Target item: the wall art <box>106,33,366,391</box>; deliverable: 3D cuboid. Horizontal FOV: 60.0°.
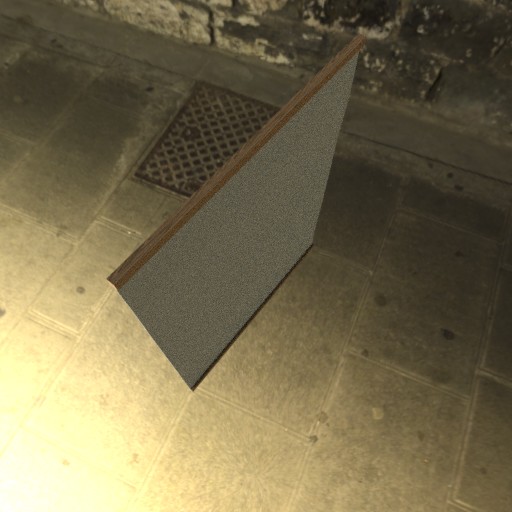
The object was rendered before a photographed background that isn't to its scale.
[{"bbox_3d":[0.000,0.000,0.784,0.011,0.605,0.458,35,69,16],"label":"wall art"}]
